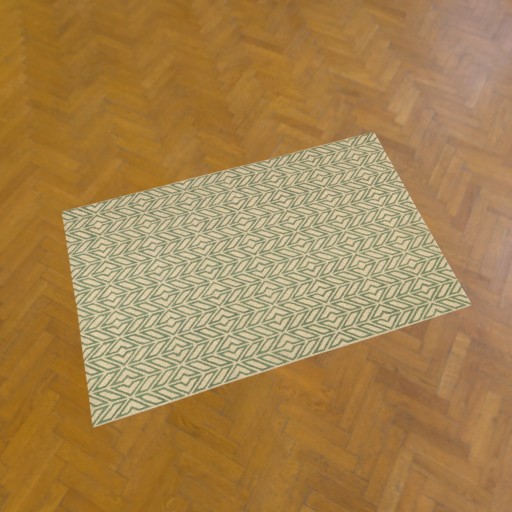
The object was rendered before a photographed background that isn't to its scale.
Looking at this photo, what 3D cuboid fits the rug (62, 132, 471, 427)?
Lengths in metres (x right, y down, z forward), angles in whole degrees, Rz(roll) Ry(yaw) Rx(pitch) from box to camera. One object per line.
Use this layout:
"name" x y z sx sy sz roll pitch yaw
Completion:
"rug" 0.000 0.000 3.011 2.435 0.011 1.517 -16 65 -8
